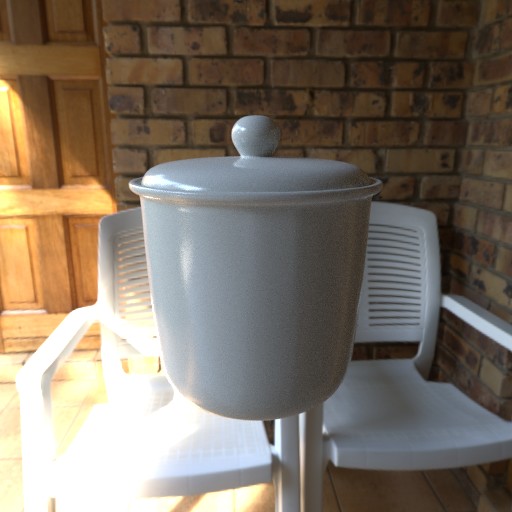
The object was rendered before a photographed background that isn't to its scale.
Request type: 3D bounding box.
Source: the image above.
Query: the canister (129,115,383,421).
[{"bbox_3d":[0.000,0.000,0.343,0.182,0.208,0.182,0,15,0],"label":"canister"}]
